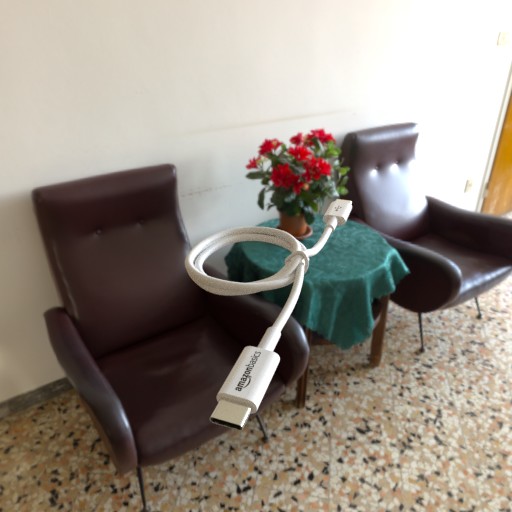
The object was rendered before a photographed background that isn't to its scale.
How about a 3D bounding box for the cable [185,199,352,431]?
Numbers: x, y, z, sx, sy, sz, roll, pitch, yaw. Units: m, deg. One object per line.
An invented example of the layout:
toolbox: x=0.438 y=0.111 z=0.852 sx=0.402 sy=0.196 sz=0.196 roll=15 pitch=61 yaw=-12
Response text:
cable: x=0.000 y=0.000 z=0.228 sx=0.070 sy=0.014 sz=0.203 roll=10 pitch=30 yaw=17
